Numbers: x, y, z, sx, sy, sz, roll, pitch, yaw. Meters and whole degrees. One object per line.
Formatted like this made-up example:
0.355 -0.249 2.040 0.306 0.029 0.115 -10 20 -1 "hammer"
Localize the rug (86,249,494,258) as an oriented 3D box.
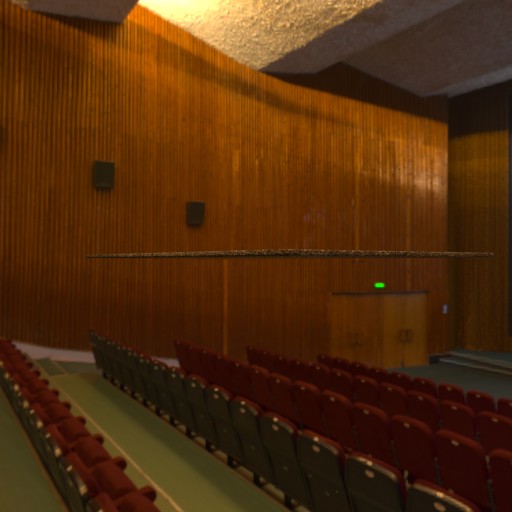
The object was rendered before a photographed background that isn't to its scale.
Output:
0.000 0.000 2.903 1.501 0.025 2.352 0 -1 -37 "rug"
